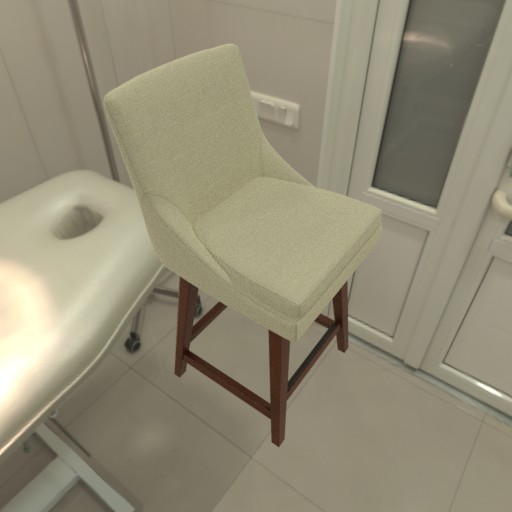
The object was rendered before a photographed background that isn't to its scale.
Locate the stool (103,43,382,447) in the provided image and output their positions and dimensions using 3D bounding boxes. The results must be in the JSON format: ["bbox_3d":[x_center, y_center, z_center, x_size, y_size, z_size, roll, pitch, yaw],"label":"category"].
[{"bbox_3d":[0.000,0.000,1.294,0.559,0.991,0.469,26,48,26],"label":"stool"}]
